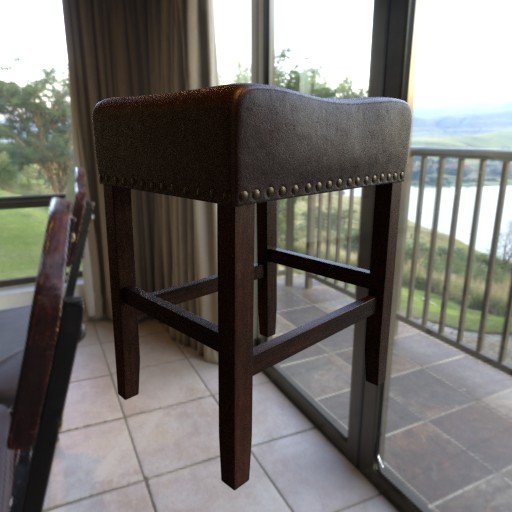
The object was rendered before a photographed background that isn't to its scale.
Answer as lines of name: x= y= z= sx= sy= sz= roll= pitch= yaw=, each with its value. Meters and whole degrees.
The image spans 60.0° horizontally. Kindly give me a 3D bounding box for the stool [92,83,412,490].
stool: x=0.000 y=0.000 z=0.901 sx=0.465 sy=0.608 sz=0.397 roll=-15 pitch=21 yaw=-42
